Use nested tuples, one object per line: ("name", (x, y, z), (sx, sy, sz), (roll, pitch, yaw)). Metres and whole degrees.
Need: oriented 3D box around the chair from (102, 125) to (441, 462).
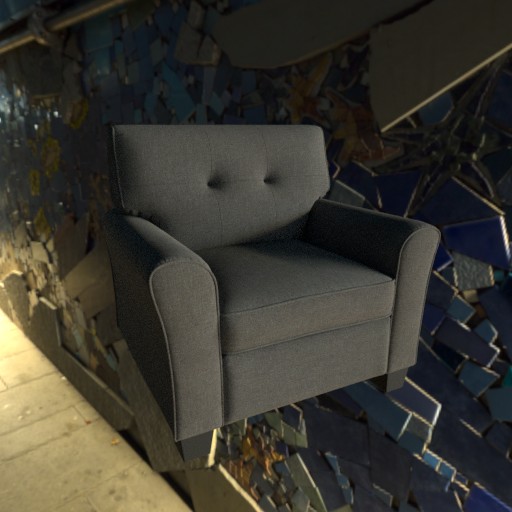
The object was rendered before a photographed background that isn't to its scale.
("chair", (0.000, 0.000, 1.567), (0.941, 0.890, 0.816), (-8, 18, -26))
